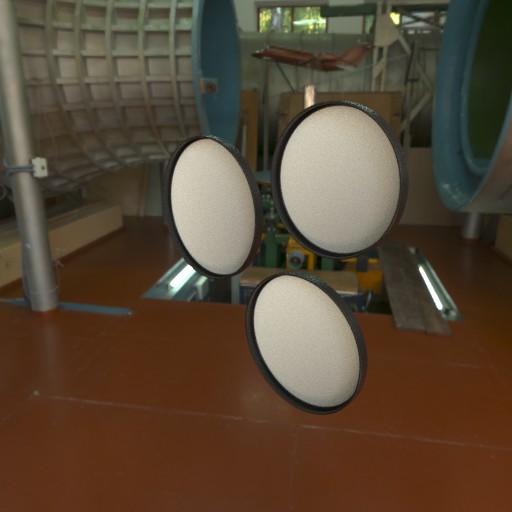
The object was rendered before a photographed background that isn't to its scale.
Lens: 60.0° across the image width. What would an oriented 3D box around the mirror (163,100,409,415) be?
[{"bbox_3d":[0.000,0.000,3.204,2.160,2.096,0.076,16,24,41],"label":"mirror"}]
